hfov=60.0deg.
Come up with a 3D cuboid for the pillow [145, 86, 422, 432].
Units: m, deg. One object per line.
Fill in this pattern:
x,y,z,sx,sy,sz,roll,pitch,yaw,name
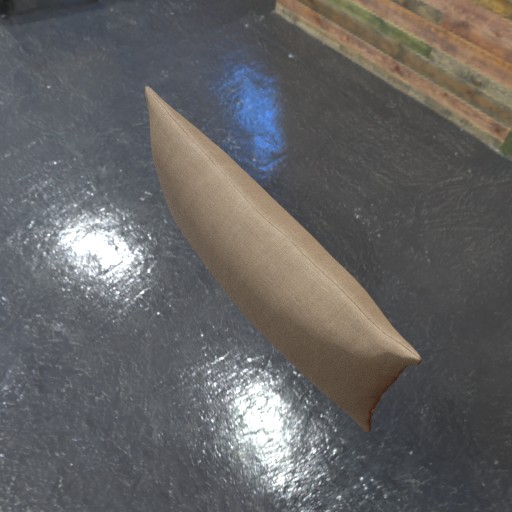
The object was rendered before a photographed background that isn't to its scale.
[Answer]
0.000,0.000,0.734,0.148,0.308,0.612,-32,62,-20,pillow
